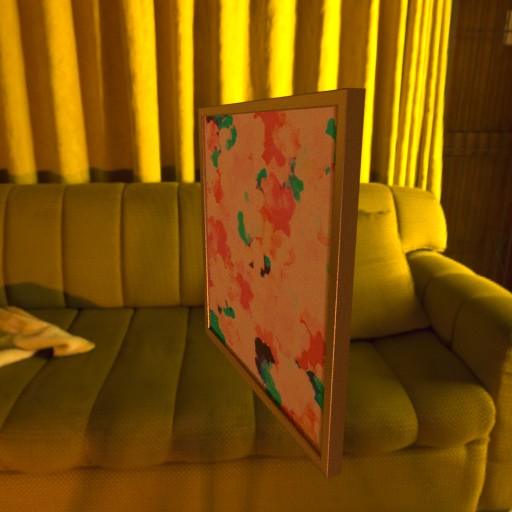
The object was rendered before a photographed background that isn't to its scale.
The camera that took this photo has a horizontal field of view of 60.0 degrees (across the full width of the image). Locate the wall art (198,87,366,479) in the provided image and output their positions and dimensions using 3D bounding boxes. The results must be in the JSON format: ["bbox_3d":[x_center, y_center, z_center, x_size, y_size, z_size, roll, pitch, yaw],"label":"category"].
[{"bbox_3d":[0.000,0.000,1.158,0.036,0.765,0.767,-7,18,-24],"label":"wall art"}]
